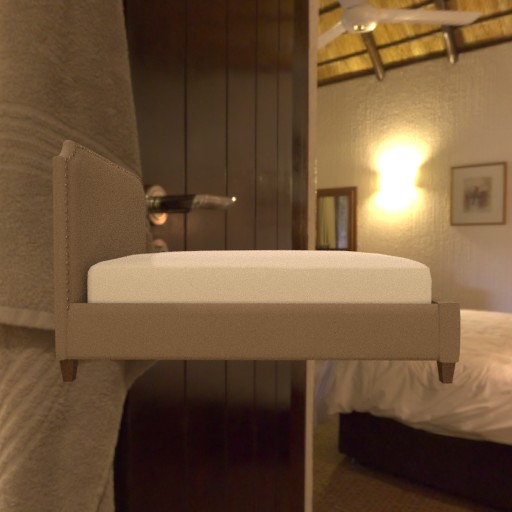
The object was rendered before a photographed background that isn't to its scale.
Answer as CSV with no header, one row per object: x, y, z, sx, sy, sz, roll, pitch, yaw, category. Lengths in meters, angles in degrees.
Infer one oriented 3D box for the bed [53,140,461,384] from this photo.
0.000,0.000,3.383,2.372,1.443,1.713,0,2,1,bed
